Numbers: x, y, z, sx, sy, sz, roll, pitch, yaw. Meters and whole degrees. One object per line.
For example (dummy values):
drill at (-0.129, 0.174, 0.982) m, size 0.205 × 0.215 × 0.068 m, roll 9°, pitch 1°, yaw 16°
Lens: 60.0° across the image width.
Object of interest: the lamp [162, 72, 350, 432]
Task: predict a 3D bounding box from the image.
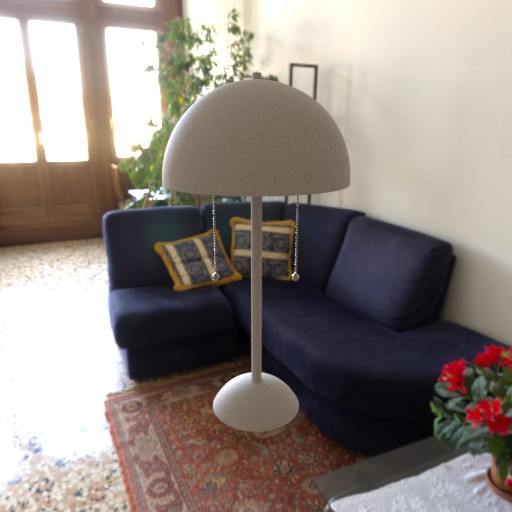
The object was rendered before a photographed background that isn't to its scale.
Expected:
lamp at (0.000, 0.000, 0.430) m, size 0.171 × 0.330 × 0.171 m, roll 0°, pitch 16°, yaw 0°
